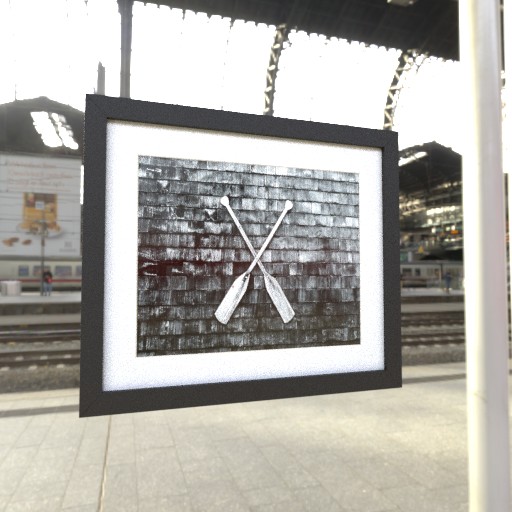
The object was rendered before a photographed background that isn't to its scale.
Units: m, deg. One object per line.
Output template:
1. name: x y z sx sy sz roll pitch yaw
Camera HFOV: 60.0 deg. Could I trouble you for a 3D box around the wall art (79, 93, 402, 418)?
1. wall art: 0.000 0.000 0.523 0.381 0.330 0.029 1 -3 -18
